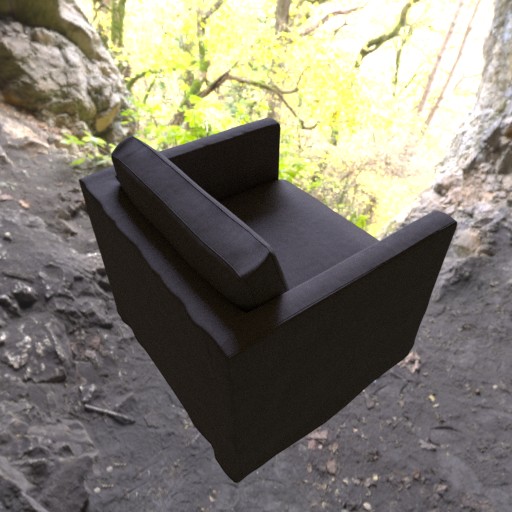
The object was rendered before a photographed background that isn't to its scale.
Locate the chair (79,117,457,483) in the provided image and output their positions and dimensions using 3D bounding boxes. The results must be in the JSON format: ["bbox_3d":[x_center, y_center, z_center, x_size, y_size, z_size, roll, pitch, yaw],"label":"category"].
[{"bbox_3d":[0.000,0.000,1.736,0.949,0.863,1.057,-26,47,-27],"label":"chair"}]
